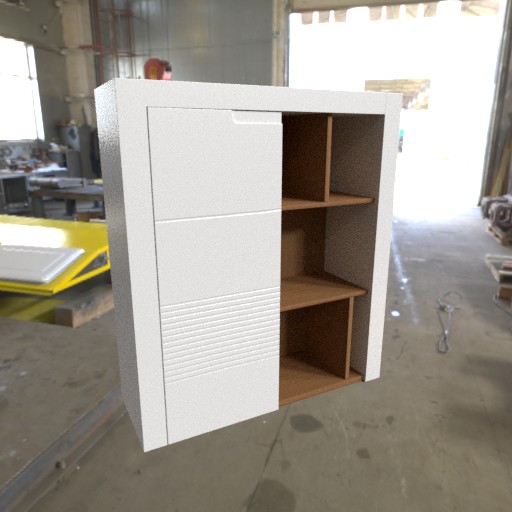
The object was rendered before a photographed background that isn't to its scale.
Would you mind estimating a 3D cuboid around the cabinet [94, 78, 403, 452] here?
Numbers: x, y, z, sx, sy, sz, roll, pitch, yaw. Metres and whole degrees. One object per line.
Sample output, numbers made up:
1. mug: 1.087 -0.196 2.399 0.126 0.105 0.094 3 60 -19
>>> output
1. cabinet: 0.000 0.000 1.646 0.990 1.150 0.348 -8 17 -26
